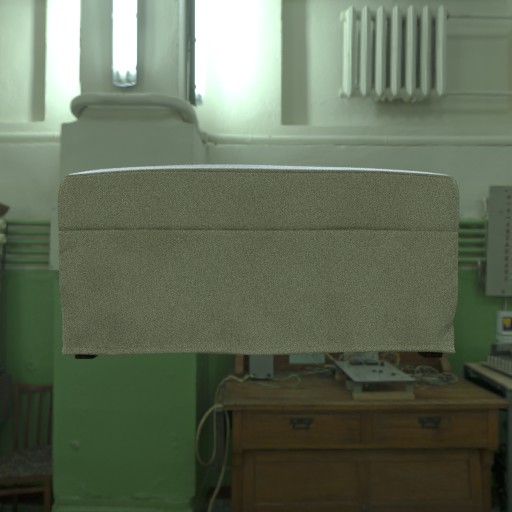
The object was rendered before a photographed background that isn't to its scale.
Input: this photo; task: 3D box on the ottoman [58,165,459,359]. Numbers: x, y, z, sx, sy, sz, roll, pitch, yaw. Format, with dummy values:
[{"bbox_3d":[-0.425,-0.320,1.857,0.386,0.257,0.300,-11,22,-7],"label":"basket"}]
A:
[{"bbox_3d":[0.000,0.000,1.303,0.843,0.441,0.842,0,-1,-1],"label":"ottoman"}]
